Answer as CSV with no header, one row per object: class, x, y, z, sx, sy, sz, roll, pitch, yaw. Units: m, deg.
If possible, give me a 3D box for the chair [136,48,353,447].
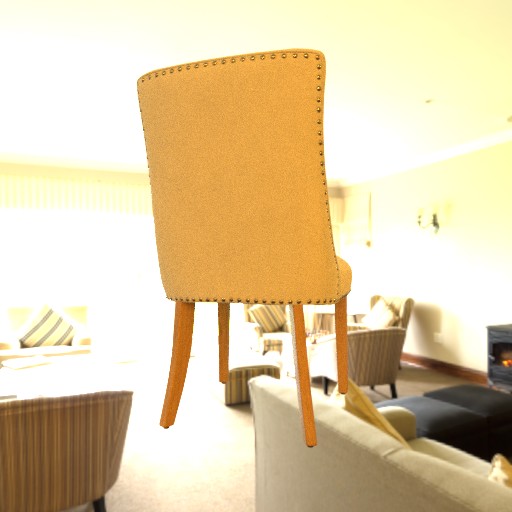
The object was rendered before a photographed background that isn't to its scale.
chair,0.000,0.000,1.269,0.495,0.902,0.610,0,-1,18
